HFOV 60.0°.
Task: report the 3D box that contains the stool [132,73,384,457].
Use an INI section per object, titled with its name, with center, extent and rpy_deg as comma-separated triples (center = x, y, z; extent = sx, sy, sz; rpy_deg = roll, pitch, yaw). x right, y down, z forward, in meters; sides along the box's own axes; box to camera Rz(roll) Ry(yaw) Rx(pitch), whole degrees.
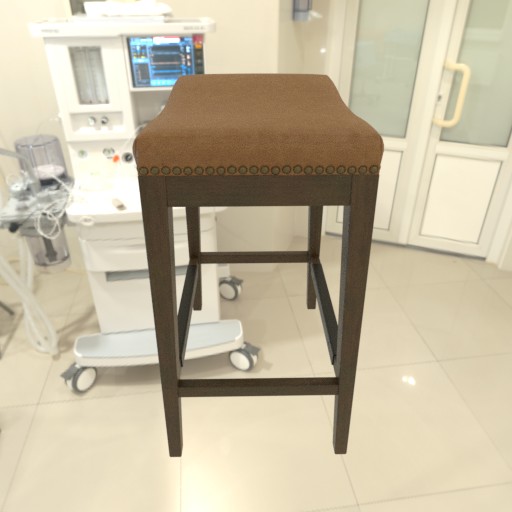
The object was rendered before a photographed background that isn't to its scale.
[stool]
center = 0.000, 0.000, 0.946
extent = 0.361, 0.660, 0.500
rpy_deg = -1, 32, -1
